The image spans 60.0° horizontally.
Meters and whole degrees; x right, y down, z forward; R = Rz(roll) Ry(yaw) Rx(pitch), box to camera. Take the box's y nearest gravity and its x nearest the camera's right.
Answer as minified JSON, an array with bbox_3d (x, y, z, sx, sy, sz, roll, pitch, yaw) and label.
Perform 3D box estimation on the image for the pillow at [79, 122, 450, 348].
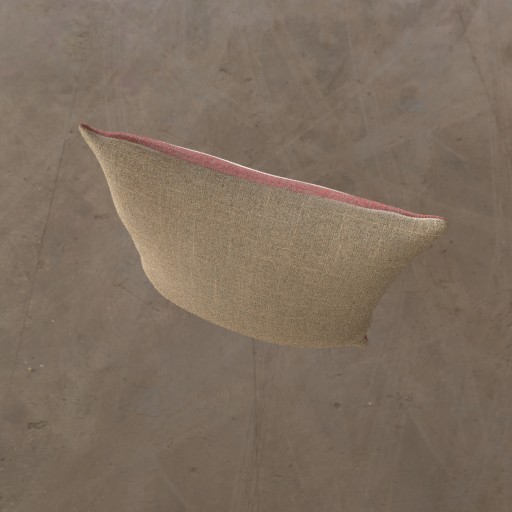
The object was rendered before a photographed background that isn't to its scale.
[{"bbox_3d":[0.000,0.000,0.668,0.439,0.427,0.182,17,65,8],"label":"pillow"}]
